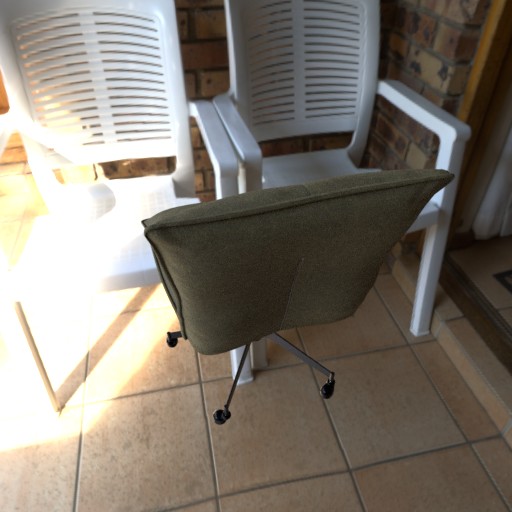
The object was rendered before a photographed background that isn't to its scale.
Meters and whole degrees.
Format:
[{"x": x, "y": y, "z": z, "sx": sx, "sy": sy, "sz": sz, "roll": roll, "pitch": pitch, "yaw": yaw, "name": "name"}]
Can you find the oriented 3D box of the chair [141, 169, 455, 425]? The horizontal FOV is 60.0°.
[{"x": 0.000, "y": 0.000, "z": 1.274, "sx": 0.597, "sy": 0.811, "sz": 0.696, "roll": -12, "pitch": 42, "yaw": -14, "name": "chair"}]
